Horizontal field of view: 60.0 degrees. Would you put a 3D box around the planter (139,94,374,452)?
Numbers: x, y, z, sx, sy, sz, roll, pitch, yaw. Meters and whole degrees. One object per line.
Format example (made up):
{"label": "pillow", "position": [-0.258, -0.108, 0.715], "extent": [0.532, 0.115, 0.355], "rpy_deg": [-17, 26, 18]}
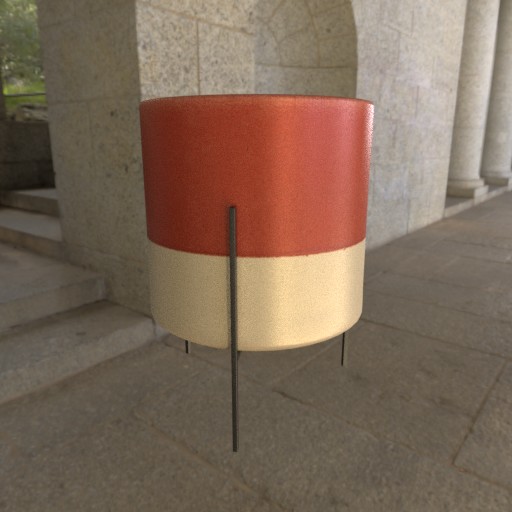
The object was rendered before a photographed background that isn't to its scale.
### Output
{"label": "planter", "position": [0.000, 0.000, 0.718], "extent": [0.345, 0.465, 0.354], "rpy_deg": [2, 15, 9]}
